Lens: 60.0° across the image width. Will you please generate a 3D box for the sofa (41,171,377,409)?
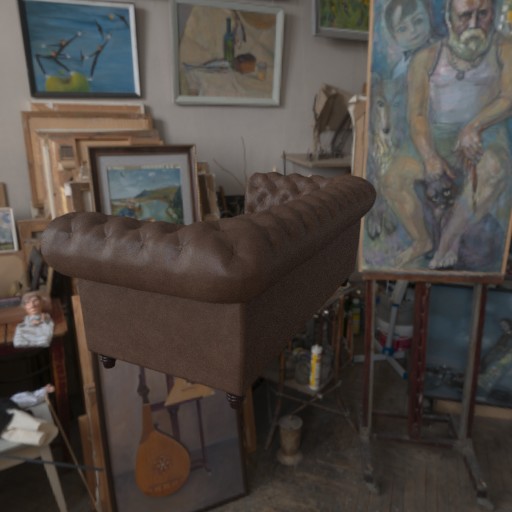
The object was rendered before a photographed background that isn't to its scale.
[{"bbox_3d":[0.000,0.000,2.509,0.955,0.784,2.048,8,19,25],"label":"sofa"}]
